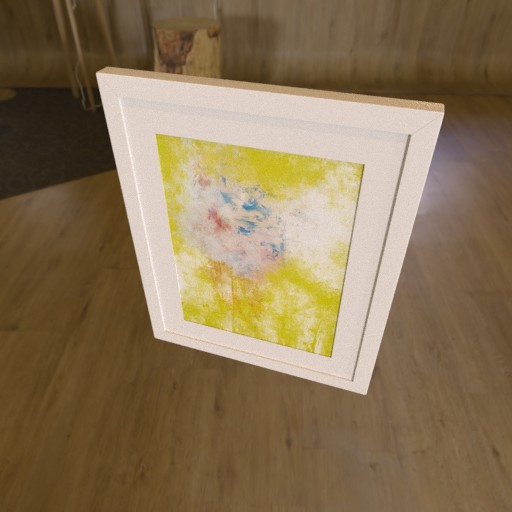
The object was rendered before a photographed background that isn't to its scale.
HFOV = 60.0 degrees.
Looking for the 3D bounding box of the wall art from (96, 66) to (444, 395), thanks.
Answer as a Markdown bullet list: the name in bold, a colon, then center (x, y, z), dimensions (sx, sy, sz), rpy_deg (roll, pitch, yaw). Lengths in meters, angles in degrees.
- **wall art**: center (0.000, 0.000, 0.738), dimensions (0.454, 0.556, 0.028), rpy_deg (12, 41, 14)
